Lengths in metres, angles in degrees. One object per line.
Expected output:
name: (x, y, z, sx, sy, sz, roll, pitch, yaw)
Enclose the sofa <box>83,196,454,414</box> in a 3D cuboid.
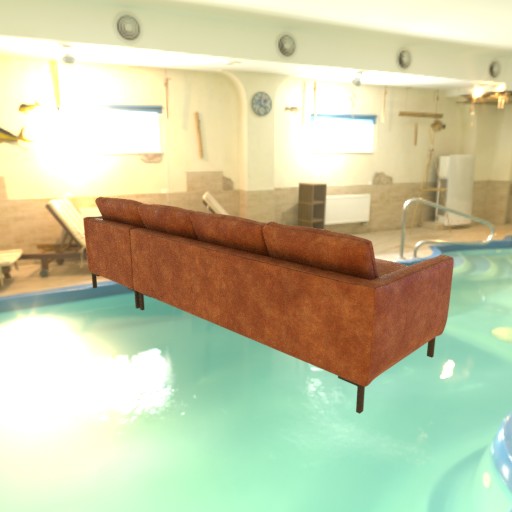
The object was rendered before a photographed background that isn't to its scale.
sofa: (0.000, 0.000, 3.535, 1.471, 0.859, 2.993, -13, 19, -43)
